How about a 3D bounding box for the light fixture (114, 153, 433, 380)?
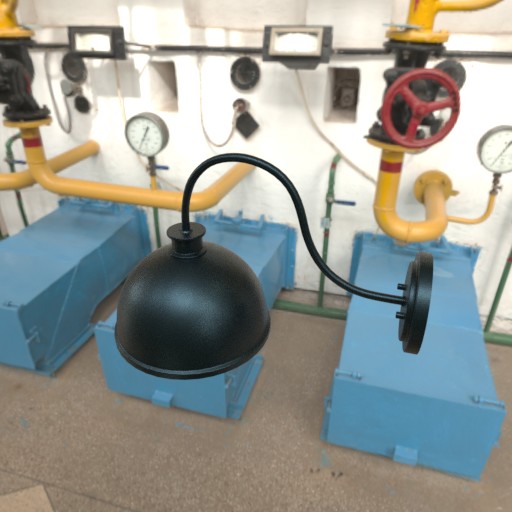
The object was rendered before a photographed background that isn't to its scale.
[{"bbox_3d":[0.000,0.000,0.634,0.467,0.295,0.253,9,31,15],"label":"light fixture"}]
